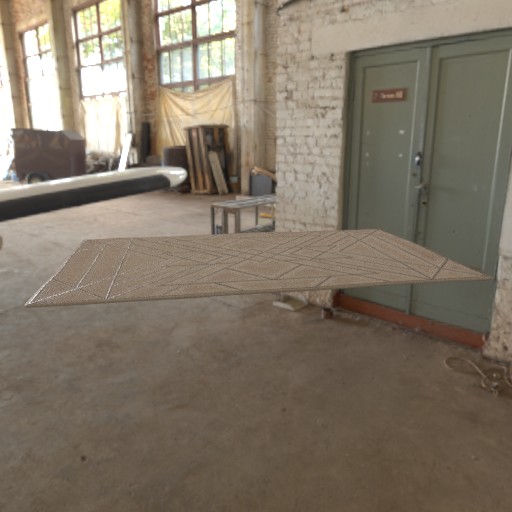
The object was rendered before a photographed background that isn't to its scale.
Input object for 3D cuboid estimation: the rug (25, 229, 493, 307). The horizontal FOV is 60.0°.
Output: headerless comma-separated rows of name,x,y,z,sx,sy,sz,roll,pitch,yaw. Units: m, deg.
rug,0.000,0.000,1.046,0.869,0.008,0.511,-3,15,-10
